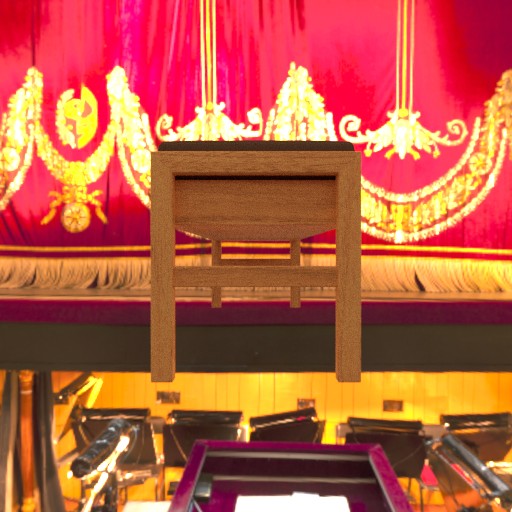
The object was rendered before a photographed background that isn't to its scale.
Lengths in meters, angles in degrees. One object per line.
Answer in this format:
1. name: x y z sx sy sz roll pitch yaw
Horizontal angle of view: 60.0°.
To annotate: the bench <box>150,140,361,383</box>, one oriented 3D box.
1. bench: 0.000 0.000 1.450 0.405 0.480 1.200 0 0 0
